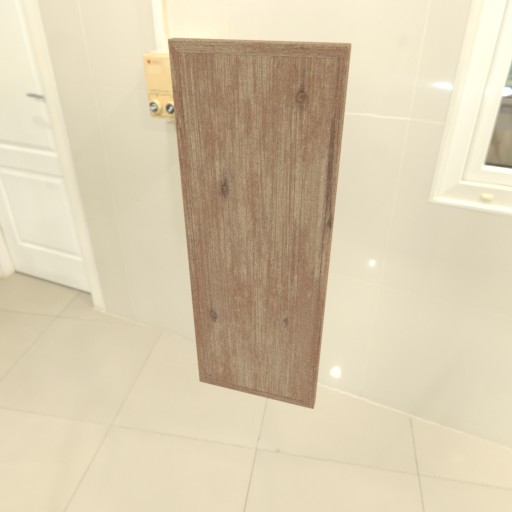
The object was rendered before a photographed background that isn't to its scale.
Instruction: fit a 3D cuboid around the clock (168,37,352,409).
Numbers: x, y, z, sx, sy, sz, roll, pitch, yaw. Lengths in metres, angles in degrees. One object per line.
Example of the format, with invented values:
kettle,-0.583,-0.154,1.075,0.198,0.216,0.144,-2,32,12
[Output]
clock,0.000,0.000,1.101,0.361,0.965,0.030,9,32,15
